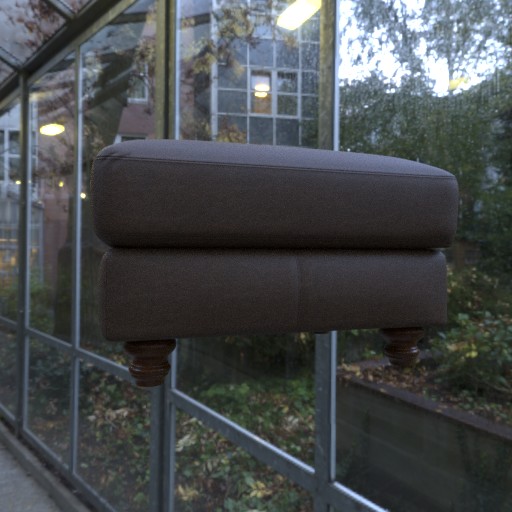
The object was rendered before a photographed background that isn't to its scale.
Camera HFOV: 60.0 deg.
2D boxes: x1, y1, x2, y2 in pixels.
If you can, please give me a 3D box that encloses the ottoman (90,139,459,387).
[{"bbox_3d":[0.000,0.000,1.163,0.787,0.508,0.635,0,0,-17],"label":"ottoman"}]
